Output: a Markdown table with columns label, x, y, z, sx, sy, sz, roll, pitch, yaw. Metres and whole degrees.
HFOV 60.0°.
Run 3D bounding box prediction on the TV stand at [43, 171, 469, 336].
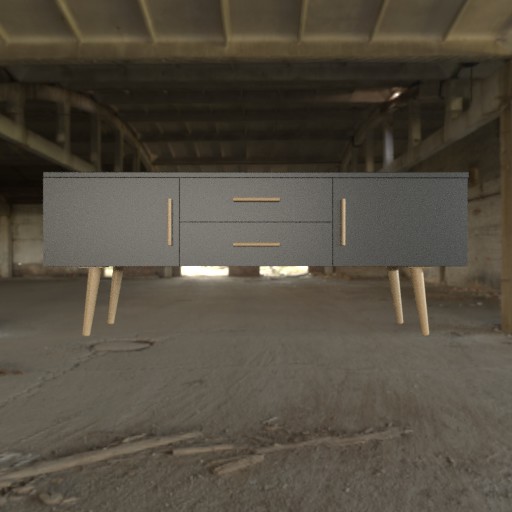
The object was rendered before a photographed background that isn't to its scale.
| label | x | y | z | sx | sy | sz | roll | pitch | yaw |
| --- | --- | --- | --- | --- | --- | --- | --- | --- | --- |
| TV stand | 0.000 | 0.000 | 1.543 | 1.312 | 0.518 | 0.390 | 0 | 0 | 0 |
